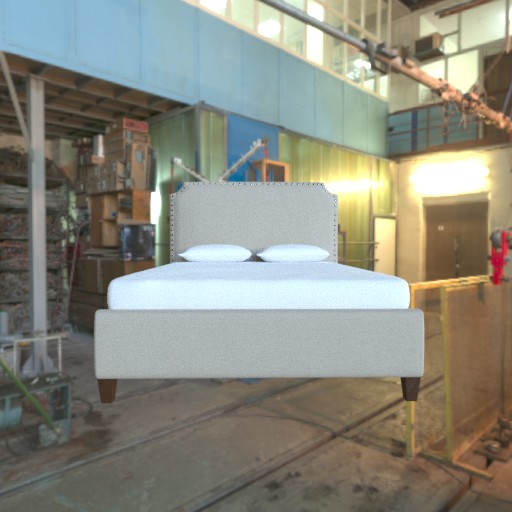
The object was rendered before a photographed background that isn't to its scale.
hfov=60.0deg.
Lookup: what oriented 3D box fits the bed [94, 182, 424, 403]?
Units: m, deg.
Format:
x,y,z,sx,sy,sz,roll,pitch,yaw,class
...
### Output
x,y,z,sx,sy,sz,roll,pitch,yaw,class
0.000,0.000,3.408,1.713,1.443,2.372,0,2,-1,bed
